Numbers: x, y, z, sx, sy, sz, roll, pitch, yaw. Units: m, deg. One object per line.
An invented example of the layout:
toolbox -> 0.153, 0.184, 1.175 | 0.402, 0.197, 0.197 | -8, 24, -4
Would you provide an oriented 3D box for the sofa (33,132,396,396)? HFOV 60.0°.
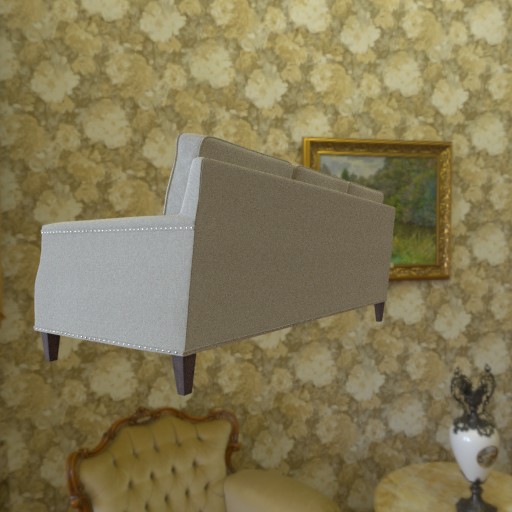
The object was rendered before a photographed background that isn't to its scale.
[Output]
sofa -> 0.000, 0.000, 2.737 | 1.084, 1.003, 2.246 | 0, 1, 35
